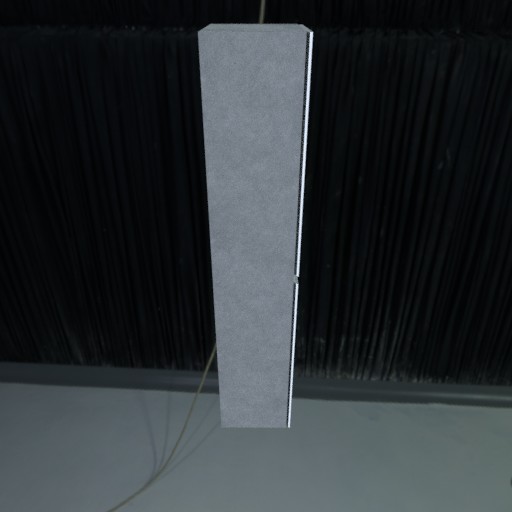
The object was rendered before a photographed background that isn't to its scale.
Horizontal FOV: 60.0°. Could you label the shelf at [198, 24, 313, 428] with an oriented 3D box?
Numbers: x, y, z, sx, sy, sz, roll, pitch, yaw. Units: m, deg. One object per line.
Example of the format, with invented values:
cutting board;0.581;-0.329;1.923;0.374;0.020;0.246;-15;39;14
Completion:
shelf;0.000;0.000;1.525;0.270;1.400;0.300;0;31;0
